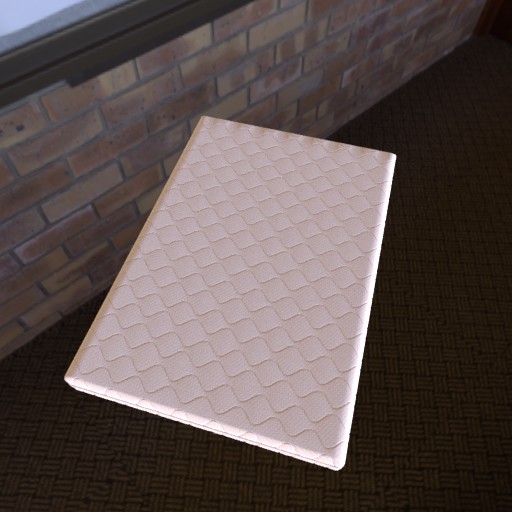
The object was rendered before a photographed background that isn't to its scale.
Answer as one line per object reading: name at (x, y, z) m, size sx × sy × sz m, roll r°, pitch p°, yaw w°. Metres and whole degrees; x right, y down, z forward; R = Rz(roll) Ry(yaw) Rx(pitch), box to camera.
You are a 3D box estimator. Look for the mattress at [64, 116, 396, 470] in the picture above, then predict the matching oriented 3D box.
mattress at (0.000, 0.000, 2.639) m, size 1.400 × 0.200 × 2.000 m, roll 14°, pitch 59°, yaw 9°
